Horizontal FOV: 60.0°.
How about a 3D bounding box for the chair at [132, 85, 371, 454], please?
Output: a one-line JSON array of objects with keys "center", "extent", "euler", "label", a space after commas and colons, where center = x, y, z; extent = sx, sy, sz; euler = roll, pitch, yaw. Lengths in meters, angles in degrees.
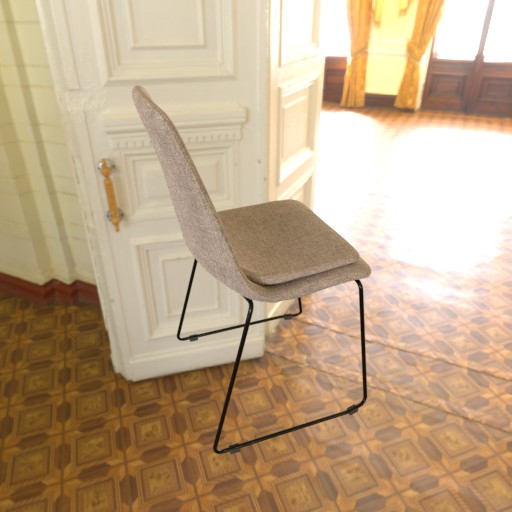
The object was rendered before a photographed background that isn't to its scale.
[{"center": [0.000, 0.000, 1.167], "extent": [0.518, 0.858, 0.479], "euler": [-10, 32, -17], "label": "chair"}]
